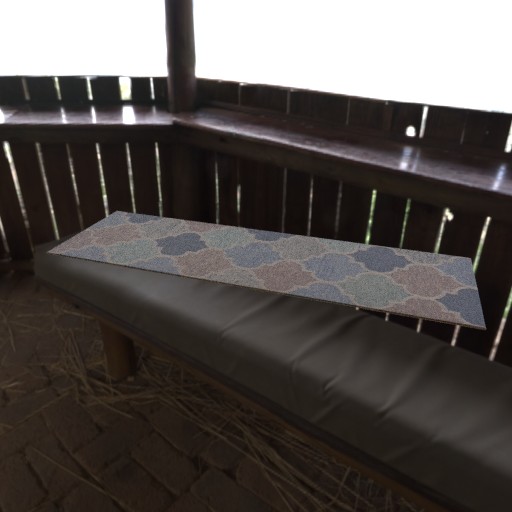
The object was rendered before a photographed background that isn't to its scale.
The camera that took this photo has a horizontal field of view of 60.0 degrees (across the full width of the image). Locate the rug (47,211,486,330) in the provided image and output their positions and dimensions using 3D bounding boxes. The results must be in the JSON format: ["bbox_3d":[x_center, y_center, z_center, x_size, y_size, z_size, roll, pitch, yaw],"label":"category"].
[{"bbox_3d":[0.000,0.000,2.493,2.287,0.011,0.687,9,28,16],"label":"rug"}]
